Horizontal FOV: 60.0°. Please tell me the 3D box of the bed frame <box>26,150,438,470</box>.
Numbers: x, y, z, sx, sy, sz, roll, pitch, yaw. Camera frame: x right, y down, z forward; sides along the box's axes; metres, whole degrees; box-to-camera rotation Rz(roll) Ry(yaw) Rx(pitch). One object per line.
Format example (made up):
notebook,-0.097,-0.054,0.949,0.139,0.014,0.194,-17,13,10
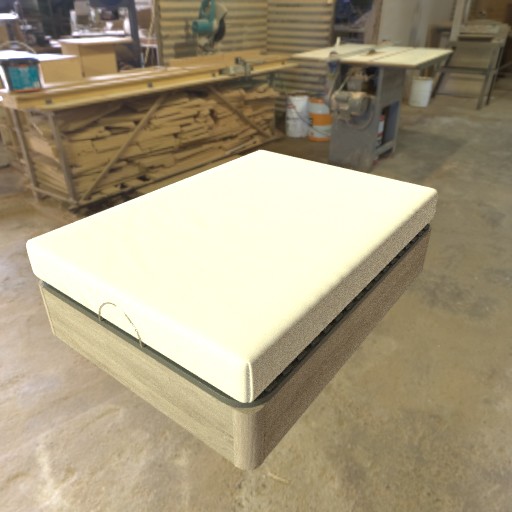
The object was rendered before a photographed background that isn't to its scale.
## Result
bed frame,0.000,0.000,2.540,1.400,0.561,1.900,21,36,32
